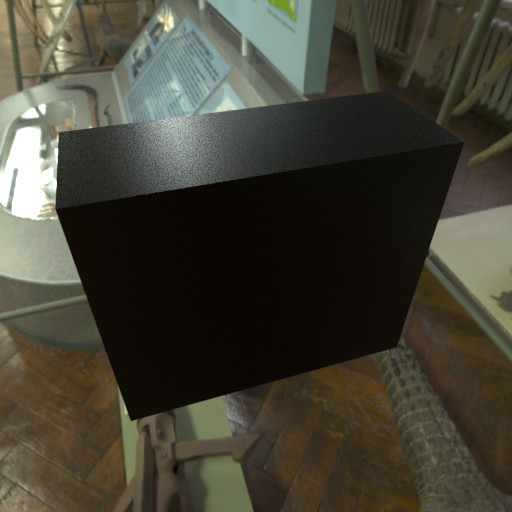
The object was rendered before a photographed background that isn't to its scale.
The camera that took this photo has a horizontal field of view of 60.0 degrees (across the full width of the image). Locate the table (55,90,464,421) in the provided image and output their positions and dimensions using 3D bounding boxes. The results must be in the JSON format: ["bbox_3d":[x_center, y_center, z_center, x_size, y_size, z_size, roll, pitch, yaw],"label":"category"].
[{"bbox_3d":[0.000,0.000,1.353,0.930,0.790,0.380,-12,42,-13],"label":"table"}]
